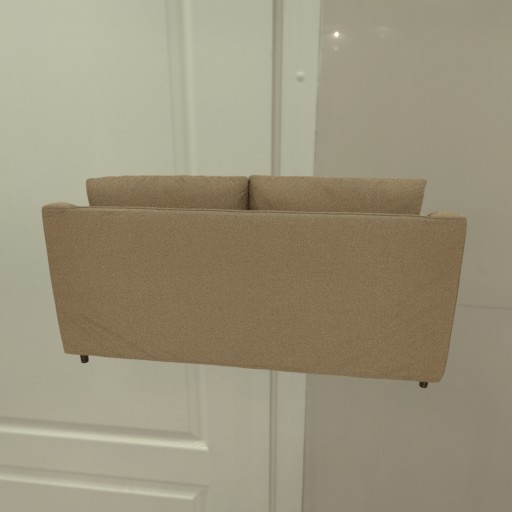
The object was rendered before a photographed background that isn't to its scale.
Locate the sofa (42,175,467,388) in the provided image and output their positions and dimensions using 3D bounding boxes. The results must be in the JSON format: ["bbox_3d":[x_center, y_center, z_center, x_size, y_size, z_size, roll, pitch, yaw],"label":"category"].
[{"bbox_3d":[0.000,0.000,2.626,2.010,1.018,1.072,2,17,7],"label":"sofa"}]
